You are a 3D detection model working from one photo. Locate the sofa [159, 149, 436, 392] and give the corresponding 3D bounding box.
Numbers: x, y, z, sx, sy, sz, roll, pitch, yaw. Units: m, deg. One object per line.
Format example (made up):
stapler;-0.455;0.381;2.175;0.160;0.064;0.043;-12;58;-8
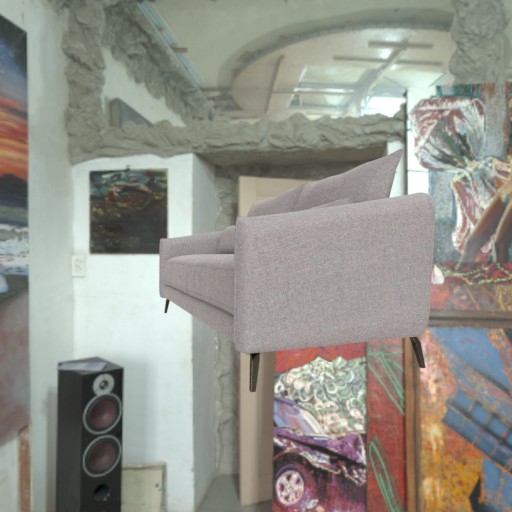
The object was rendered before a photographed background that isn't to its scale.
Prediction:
sofa;0.000;0.000;2.415;0.809;0.833;2.022;0;0;-19
